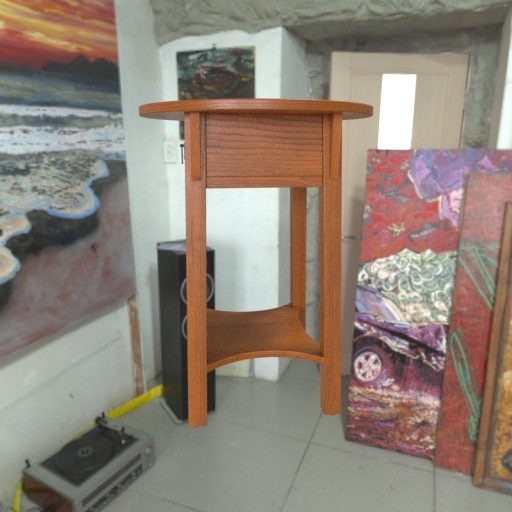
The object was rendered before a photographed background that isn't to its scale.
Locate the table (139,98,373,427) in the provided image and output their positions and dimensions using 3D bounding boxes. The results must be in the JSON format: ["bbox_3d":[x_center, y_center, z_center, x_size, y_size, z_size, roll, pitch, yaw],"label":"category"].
[{"bbox_3d":[0.000,0.000,0.966,0.457,0.610,0.457,0,14,0],"label":"table"}]
